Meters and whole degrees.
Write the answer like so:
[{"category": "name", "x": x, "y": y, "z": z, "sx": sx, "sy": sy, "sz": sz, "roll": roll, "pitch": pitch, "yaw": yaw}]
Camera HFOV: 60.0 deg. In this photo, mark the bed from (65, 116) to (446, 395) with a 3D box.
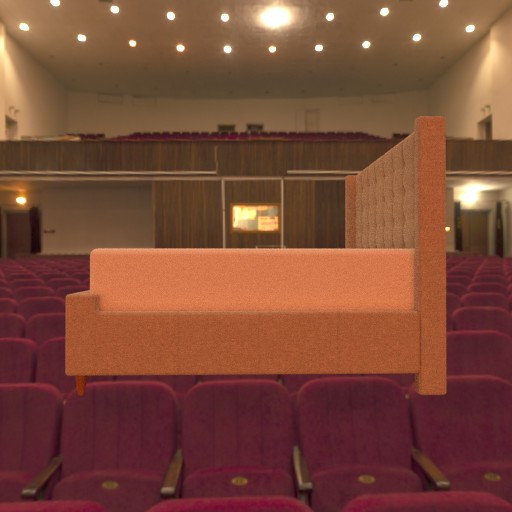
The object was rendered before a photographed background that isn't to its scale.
[{"category": "bed", "x": 0.000, "y": 0.000, "z": 3.738, "sx": 2.370, "sy": 1.743, "sz": 2.045, "roll": 0, "pitch": 0, "yaw": -1}]
